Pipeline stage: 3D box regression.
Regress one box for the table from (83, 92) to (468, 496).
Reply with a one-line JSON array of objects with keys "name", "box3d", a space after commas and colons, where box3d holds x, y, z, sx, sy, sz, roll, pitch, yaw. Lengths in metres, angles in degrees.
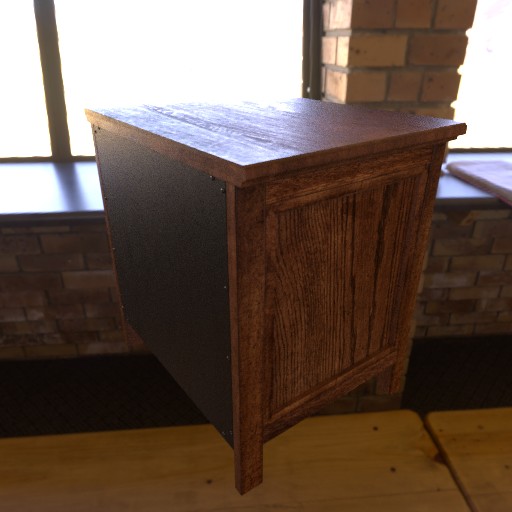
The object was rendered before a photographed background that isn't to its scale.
[{"name": "table", "box3d": [0.000, 0.000, 0.964, 0.461, 0.597, 0.586, -18, 32, -32]}]
